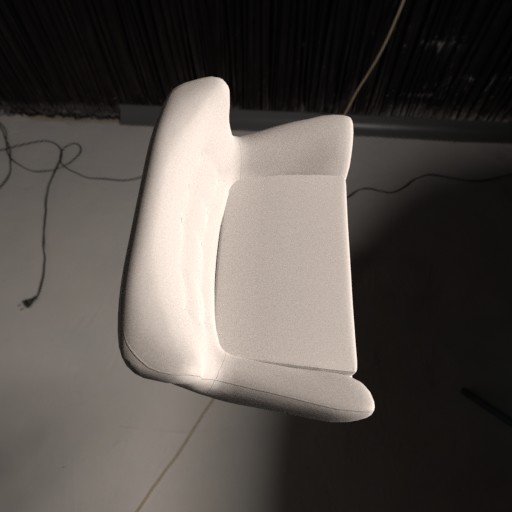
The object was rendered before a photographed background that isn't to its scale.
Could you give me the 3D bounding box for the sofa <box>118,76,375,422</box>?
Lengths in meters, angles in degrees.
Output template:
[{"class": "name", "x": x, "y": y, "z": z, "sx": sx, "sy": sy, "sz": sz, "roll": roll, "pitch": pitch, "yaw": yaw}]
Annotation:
[{"class": "sofa", "x": 0.000, "y": 0.000, "z": 2.013, "sx": 0.921, "sy": 0.878, "sz": 1.424, "roll": 2, "pitch": 62, "yaw": 1}]
